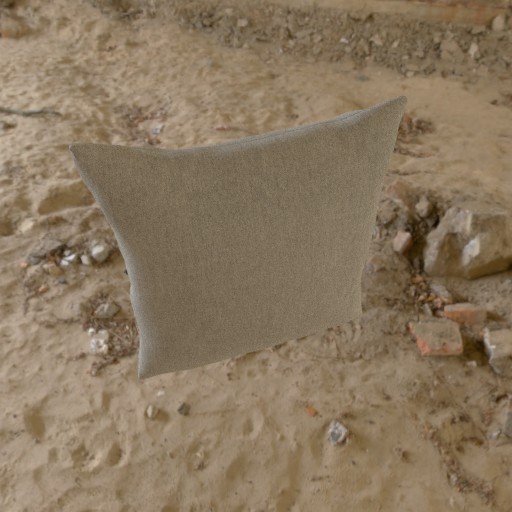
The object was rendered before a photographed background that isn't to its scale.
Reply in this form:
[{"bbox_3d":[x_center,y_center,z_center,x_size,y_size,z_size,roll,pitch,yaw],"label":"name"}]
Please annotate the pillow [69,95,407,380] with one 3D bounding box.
[{"bbox_3d":[0.000,0.000,0.680,0.433,0.436,0.173,-13,43,-14],"label":"pillow"}]
